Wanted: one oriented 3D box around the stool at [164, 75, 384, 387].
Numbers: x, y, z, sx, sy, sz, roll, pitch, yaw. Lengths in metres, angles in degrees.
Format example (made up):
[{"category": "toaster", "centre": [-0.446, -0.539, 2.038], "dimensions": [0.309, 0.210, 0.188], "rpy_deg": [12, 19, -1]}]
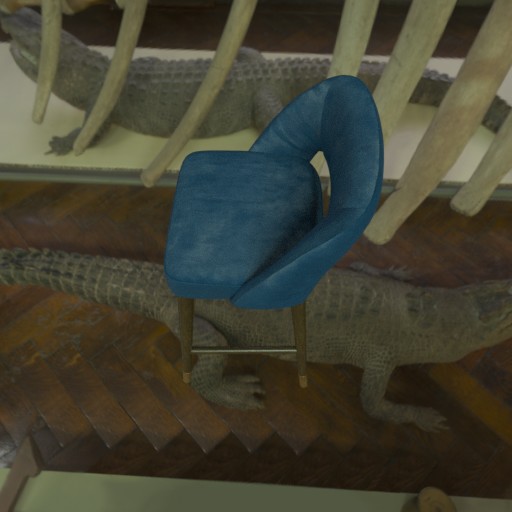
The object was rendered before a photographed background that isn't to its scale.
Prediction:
[{"category": "stool", "centre": [0.000, 0.000, 1.313], "dimensions": [0.515, 1.016, 0.514], "rpy_deg": [2, 57, 1]}]
